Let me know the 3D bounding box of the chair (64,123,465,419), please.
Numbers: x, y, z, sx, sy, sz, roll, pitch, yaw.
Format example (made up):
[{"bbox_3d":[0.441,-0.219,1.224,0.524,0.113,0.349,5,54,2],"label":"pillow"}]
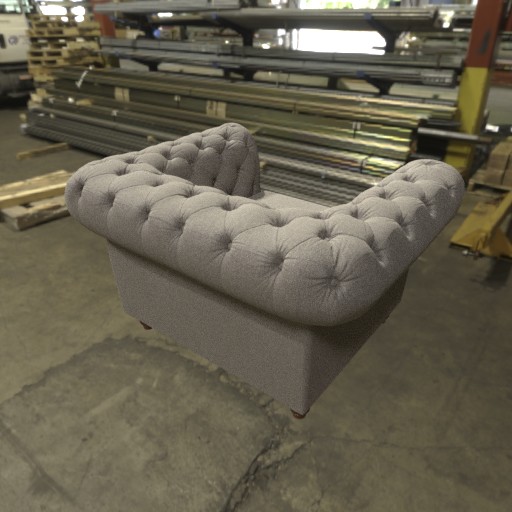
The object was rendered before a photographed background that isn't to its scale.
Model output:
[{"bbox_3d":[0.000,0.000,1.793,1.270,0.770,0.976,21,35,32],"label":"chair"}]
